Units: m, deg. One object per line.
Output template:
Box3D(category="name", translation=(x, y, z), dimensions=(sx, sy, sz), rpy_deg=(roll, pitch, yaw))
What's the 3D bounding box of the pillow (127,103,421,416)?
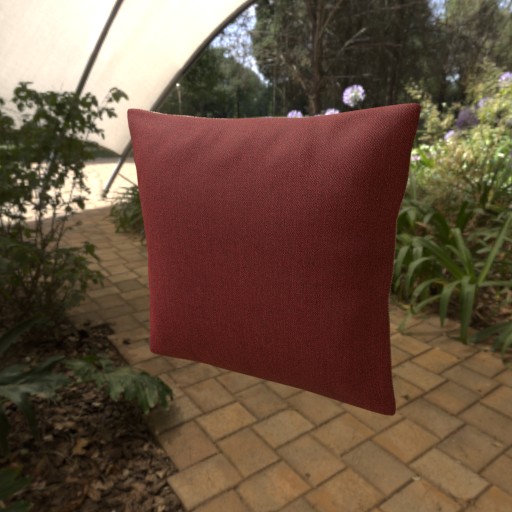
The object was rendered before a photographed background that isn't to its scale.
Box3D(category="pillow", translation=(0.000, 0.000, 0.775), dimensions=(0.513, 0.497, 0.166), rpy_deg=(8, 18, 25))
